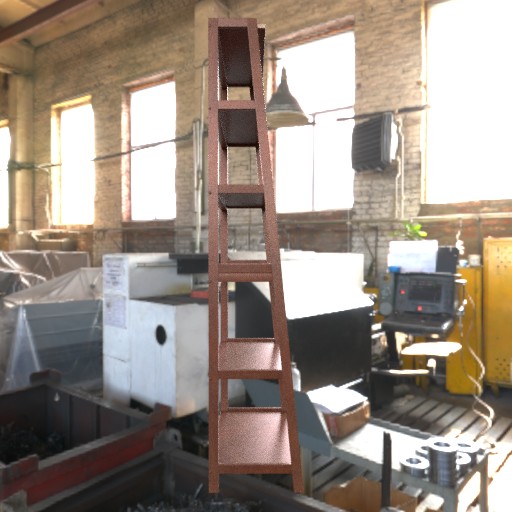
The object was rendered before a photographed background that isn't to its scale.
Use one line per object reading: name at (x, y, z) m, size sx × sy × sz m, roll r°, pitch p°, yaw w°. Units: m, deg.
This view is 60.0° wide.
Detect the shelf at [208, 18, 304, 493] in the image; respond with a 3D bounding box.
shelf at (0.000, 0.000, 2.093) m, size 0.382 × 1.892 × 0.660 m, roll 0°, pitch 1°, yaw 0°
